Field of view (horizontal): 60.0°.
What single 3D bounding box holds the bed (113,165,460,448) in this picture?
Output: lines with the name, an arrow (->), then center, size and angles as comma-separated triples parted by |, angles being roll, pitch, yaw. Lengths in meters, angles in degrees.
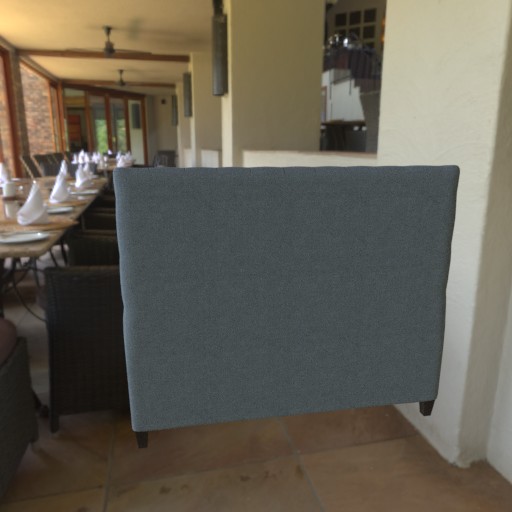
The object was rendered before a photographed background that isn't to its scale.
bed -> 0.000, 0.000, 3.329 | 1.698, 1.411, 2.335 | -2, 14, -10
